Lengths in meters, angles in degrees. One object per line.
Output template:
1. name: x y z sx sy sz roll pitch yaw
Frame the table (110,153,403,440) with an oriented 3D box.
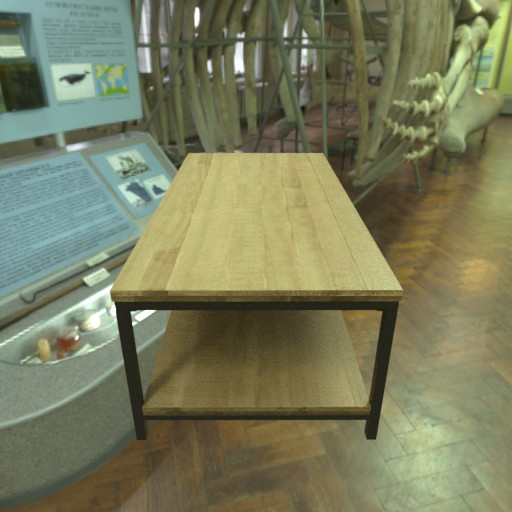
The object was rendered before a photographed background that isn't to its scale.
1. table: 0.000 0.000 1.413 0.551 0.399 1.100 0 26 0
